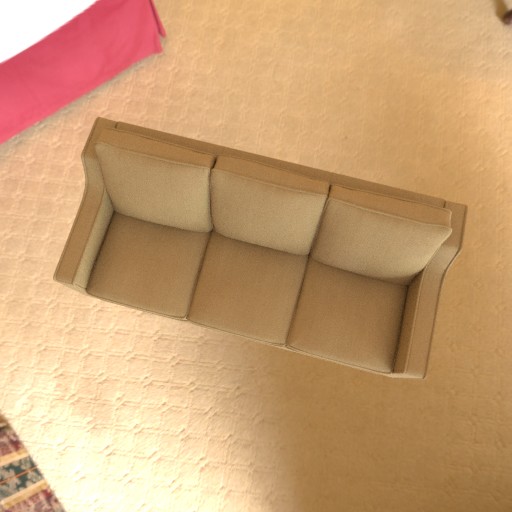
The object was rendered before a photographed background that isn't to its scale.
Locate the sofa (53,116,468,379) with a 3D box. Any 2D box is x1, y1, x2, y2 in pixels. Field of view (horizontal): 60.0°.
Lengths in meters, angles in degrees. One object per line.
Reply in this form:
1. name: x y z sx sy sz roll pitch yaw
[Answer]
1. sofa: 0.000 0.000 2.519 1.986 0.974 0.911 14 76 4
